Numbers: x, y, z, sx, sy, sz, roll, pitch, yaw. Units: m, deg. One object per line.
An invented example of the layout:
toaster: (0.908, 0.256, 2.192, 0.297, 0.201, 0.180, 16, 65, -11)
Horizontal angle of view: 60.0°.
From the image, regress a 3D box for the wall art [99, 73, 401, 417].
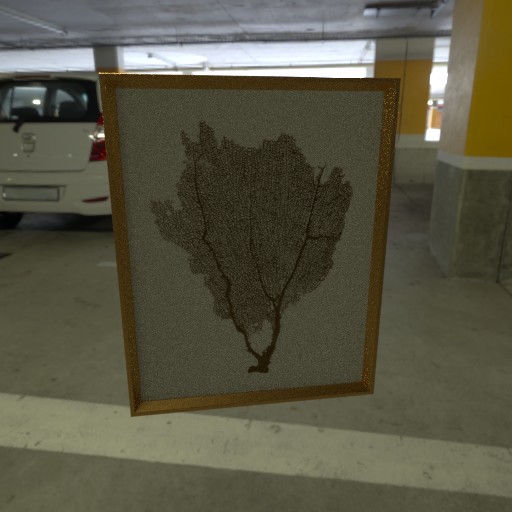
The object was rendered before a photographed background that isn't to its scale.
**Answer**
wall art: (0.000, 0.000, 1.011, 0.610, 0.762, 0.038, -3, 17, -8)
